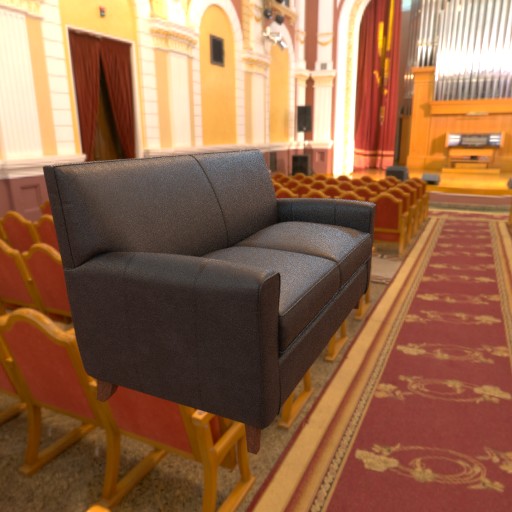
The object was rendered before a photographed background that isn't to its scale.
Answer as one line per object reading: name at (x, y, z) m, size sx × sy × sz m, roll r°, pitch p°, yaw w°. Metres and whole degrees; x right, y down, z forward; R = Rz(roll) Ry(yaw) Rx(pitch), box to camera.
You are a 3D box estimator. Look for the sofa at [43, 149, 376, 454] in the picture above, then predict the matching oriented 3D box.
sofa at (0.000, 0.000, 1.975) m, size 0.787 × 0.871 × 1.473 m, roll 8°, pitch 17°, yaw 25°
